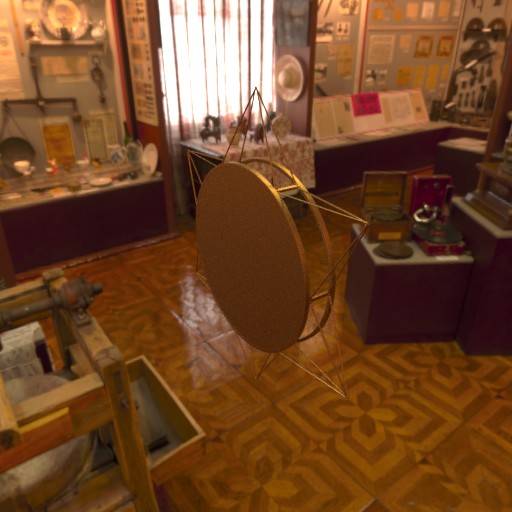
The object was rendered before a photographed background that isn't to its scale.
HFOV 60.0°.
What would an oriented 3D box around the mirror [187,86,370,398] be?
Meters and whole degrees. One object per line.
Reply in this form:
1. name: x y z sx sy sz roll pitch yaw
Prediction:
1. mirror: 0.000 0.000 0.807 0.062 0.581 0.498 -17 31 -31
